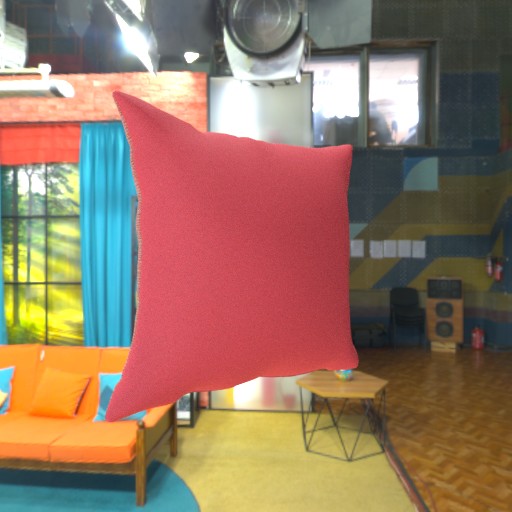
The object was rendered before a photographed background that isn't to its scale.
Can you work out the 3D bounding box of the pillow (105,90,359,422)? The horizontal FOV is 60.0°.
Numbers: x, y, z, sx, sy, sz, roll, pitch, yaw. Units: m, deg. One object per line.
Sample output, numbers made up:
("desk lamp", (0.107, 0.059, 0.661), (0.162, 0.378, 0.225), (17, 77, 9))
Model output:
("pillow", (0.000, 0.000, 0.827), (0.559, 0.501, 0.229), (0, 0, -37))
